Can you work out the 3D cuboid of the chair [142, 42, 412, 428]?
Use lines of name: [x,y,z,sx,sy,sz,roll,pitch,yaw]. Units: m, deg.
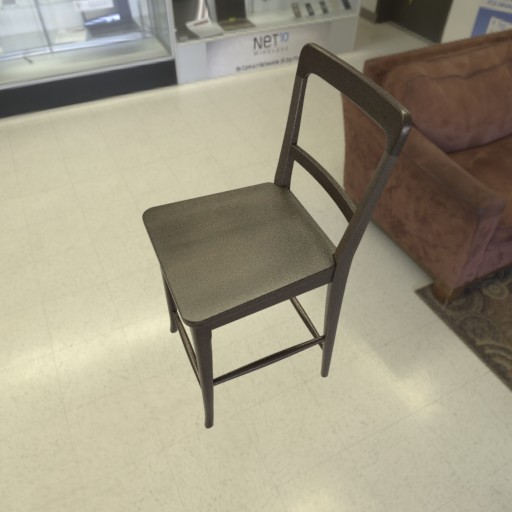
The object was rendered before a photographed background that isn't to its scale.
chair: [0.000,0.000,1.290,0.546,0.991,0.450,-18,48,-16]
